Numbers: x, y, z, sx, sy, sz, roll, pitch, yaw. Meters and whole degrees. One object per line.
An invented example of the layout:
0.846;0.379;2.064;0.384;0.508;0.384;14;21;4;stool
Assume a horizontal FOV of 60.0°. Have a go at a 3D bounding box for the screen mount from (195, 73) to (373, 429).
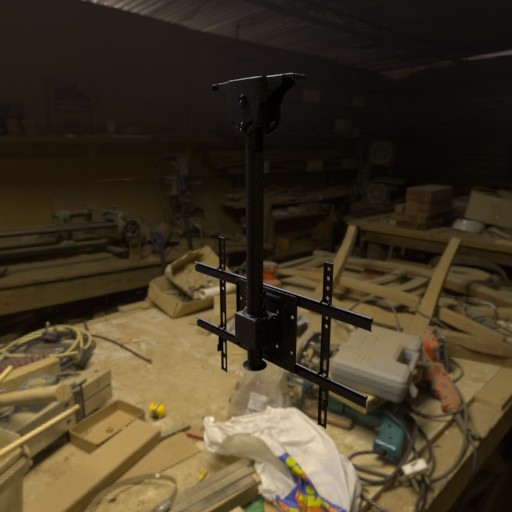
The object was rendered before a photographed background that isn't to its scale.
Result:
0.000;0.000;1.044;0.090;0.775;0.595;-13;19;-42;screen mount
